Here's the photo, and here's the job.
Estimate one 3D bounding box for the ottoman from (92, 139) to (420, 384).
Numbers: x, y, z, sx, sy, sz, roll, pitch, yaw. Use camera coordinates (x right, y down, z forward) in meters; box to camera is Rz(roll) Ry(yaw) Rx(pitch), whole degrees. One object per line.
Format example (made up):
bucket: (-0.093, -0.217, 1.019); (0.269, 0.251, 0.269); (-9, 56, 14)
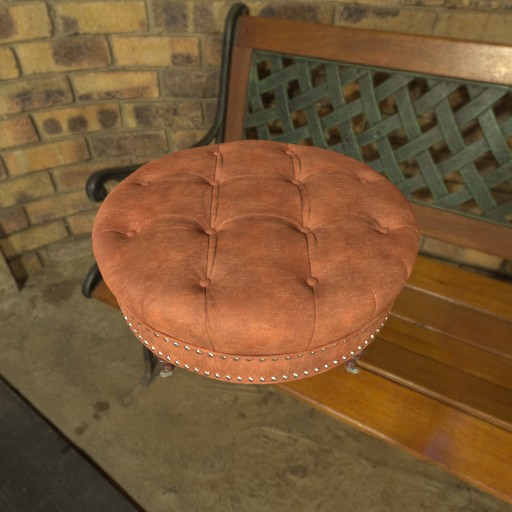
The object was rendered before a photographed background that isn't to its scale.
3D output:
ottoman: (0.000, 0.000, 1.360); (0.901, 0.444, 0.901); (0, 40, 0)
